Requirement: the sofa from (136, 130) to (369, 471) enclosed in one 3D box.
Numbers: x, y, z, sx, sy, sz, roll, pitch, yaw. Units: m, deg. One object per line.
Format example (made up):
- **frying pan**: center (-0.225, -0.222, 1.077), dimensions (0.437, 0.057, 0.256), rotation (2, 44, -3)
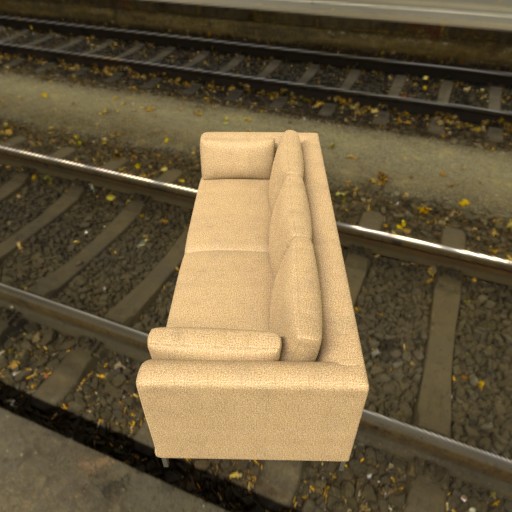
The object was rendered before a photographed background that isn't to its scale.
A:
- **sofa**: center (0.000, 0.000, 2.919), dimensions (0.969, 0.867, 2.415), rotation (1, 40, 1)
